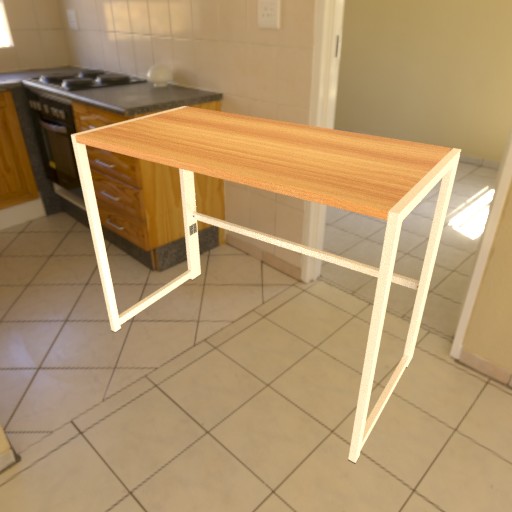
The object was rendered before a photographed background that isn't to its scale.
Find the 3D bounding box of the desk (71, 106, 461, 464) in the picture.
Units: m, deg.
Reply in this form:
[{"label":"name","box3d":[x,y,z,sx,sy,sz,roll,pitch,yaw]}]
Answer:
[{"label":"desk","box3d":[0.000,0.000,1.466,1.016,0.762,0.508,19,35,29]}]
